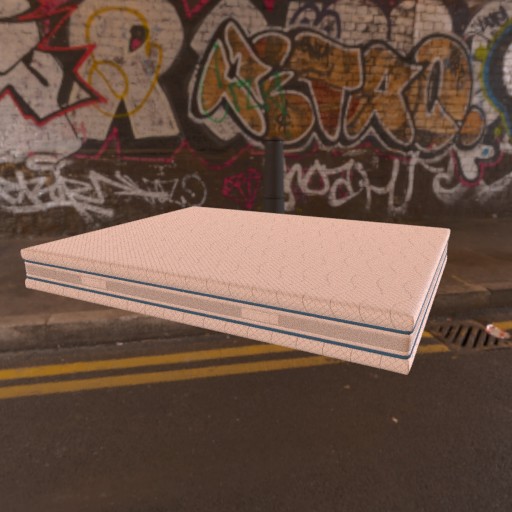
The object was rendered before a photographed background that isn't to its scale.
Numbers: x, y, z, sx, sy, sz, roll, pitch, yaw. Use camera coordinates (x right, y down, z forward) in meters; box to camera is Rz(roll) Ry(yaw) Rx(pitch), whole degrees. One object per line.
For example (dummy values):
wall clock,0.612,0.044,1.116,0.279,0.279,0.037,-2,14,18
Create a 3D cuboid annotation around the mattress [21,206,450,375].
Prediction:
mattress,0.000,0.000,2.630,2.000,0.230,1.600,8,17,26
